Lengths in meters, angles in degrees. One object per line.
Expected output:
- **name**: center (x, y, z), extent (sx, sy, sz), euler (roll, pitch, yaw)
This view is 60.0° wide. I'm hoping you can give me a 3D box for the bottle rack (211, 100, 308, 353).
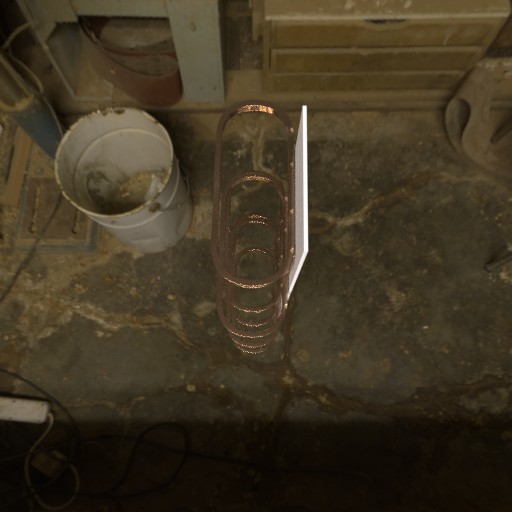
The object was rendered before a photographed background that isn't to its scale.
- **bottle rack**: center (0.000, 0.000, 0.850), extent (0.118, 0.709, 0.332), euler (1, 75, 0)
